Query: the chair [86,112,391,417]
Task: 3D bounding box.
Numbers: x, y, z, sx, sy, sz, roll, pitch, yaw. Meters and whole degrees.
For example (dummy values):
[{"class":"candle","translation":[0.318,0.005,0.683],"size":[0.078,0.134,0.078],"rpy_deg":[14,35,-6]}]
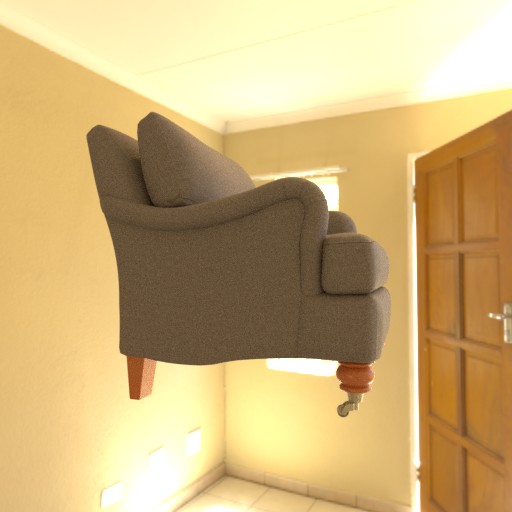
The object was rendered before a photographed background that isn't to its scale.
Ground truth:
[{"class":"chair","translation":[0.000,0.000,1.878],"size":[1.070,1.038,0.955],"rpy_deg":[-1,-2,19]}]
